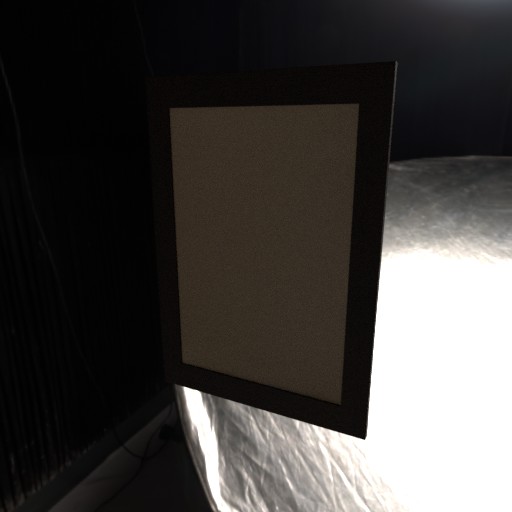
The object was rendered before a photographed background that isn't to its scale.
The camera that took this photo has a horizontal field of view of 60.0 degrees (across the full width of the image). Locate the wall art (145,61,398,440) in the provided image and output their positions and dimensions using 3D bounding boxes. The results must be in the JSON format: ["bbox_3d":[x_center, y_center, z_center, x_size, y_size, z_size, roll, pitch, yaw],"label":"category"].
[{"bbox_3d":[0.000,0.000,0.653,0.359,0.508,0.013,8,18,25],"label":"wall art"}]
